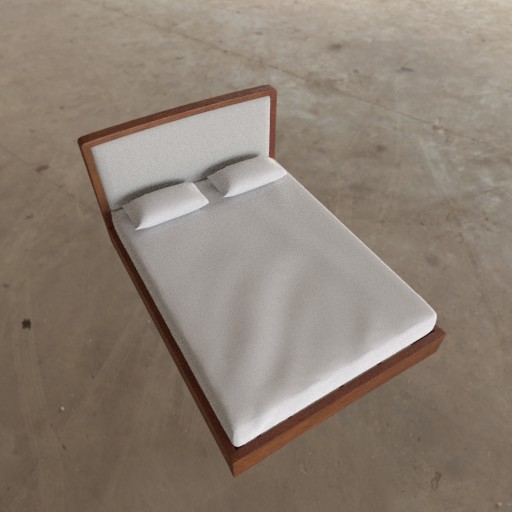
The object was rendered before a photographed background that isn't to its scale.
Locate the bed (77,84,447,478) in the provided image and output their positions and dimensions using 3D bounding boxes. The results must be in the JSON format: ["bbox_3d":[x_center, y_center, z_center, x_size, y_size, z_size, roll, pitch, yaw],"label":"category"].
[{"bbox_3d":[0.000,0.000,3.138,1.587,1.275,2.196,-23,51,-20],"label":"bed"}]
